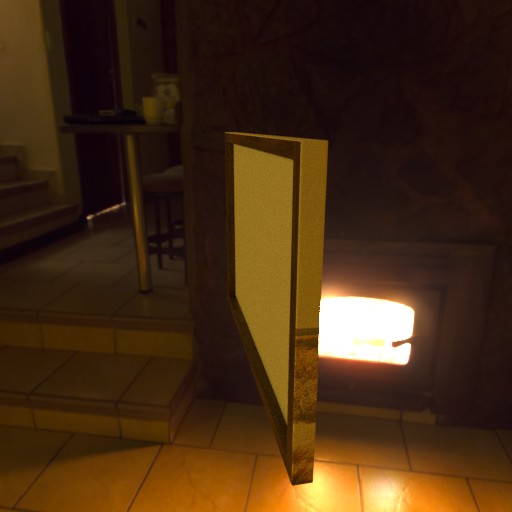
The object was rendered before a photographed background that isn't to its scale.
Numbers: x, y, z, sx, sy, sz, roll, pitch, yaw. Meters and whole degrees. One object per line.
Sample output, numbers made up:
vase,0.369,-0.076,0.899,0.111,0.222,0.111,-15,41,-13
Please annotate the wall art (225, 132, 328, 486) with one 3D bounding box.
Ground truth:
wall art,0.000,0.000,1.443,0.051,0.761,1.138,-3,17,-10
